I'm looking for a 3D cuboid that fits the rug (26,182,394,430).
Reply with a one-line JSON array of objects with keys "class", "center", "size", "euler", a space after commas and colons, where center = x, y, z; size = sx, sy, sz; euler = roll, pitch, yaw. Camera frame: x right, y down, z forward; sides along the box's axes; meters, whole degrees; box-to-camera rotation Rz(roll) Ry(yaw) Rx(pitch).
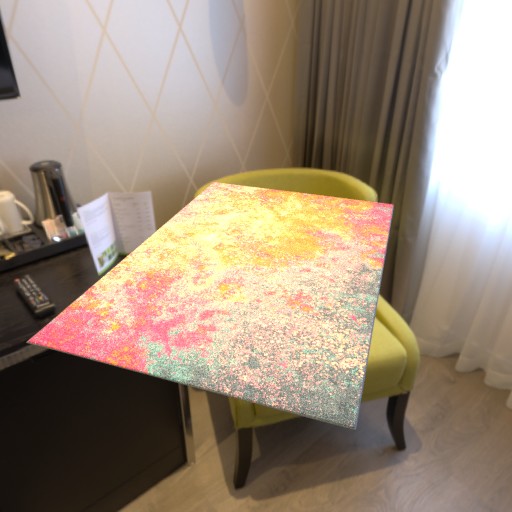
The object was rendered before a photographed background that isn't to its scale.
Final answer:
[{"class": "rug", "center": [0.000, 0.000, 3.627], "size": [2.007, 0.013, 2.896], "euler": [10, 32, 16]}]
